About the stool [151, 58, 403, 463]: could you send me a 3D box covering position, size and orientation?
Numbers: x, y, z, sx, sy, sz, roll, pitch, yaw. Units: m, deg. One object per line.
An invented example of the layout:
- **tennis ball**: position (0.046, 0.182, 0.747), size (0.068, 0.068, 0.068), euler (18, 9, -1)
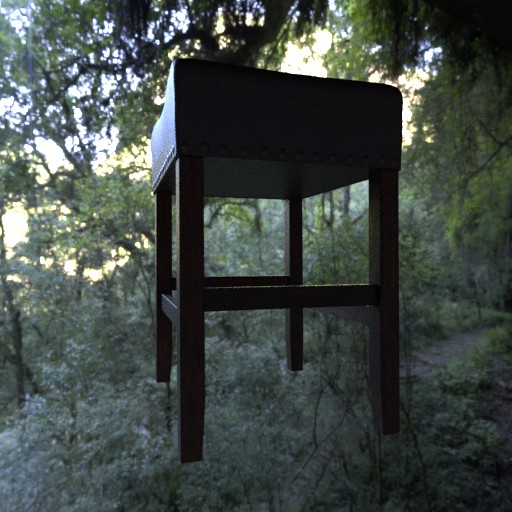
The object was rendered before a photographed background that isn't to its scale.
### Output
- **stool**: position (0.000, 0.000, 0.921), size (0.397, 0.608, 0.465), euler (0, 0, -17)
